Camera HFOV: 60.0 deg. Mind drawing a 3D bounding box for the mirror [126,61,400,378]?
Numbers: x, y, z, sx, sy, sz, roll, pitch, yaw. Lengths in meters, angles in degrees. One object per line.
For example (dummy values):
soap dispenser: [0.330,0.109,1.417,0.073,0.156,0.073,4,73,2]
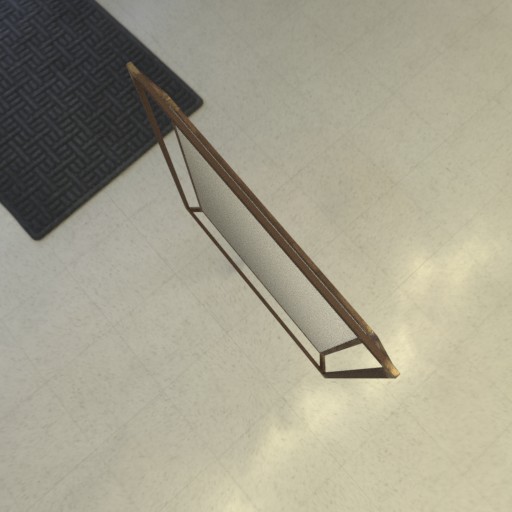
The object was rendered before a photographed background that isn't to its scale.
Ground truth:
mirror: [0.000,0.000,0.929,0.032,0.610,0.610,-38,78,-10]
